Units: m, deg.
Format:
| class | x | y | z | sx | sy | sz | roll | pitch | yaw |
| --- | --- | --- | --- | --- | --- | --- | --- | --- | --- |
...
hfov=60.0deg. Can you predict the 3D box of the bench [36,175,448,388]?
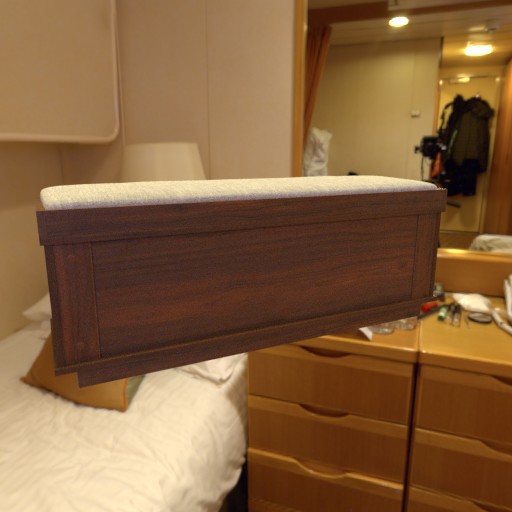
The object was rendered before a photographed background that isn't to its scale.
| class | x | y | z | sx | sy | sz | roll | pitch | yaw |
| --- | --- | --- | --- | --- | --- | --- | --- | --- | --- |
| bench | 0.000 | 0.000 | 1.384 | 1.196 | 0.468 | 0.367 | -6 | 15 | -25 |
